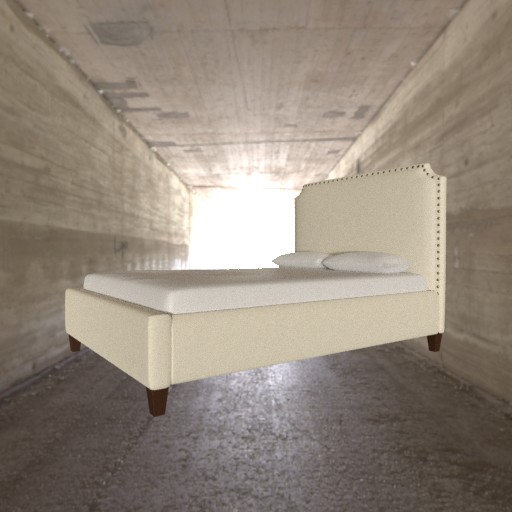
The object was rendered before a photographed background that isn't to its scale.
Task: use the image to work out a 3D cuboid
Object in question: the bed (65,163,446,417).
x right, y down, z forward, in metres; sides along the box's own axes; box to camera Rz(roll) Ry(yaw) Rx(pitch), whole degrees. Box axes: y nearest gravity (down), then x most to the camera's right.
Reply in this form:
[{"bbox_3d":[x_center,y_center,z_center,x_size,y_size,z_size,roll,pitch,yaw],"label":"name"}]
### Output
[{"bbox_3d":[0.000,0.000,3.359,2.372,1.443,1.712,-1,1,-35],"label":"bed"}]
